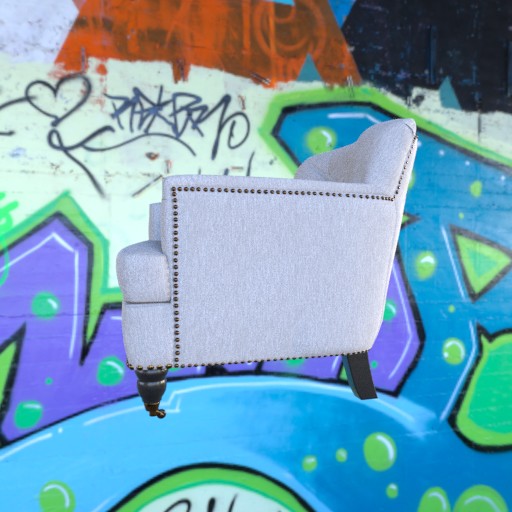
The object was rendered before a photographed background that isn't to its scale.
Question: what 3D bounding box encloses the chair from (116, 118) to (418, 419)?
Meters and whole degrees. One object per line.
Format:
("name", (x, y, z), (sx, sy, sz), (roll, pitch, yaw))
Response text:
("chair", (0.000, 0.000, 1.501), (0.902, 0.823, 0.737), (0, 1, -16))
